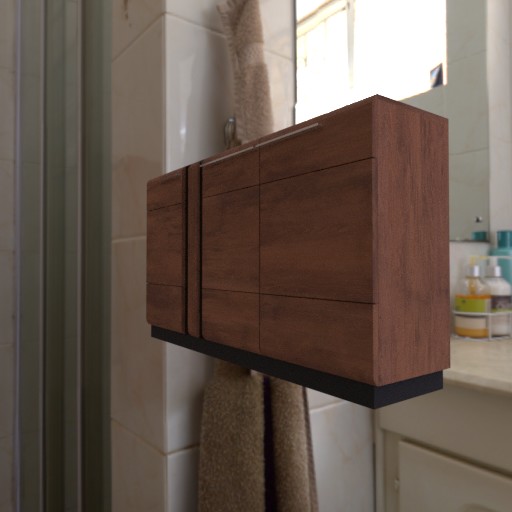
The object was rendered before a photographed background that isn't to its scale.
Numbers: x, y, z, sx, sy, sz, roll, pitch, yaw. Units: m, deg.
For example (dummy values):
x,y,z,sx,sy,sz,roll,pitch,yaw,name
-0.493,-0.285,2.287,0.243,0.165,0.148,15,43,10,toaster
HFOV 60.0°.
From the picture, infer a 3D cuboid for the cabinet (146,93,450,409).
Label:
x,y,z,sx,sy,sz,roll,pitch,yaw,name
0.000,0.000,1.994,0.420,0.900,1.600,1,-1,-36,cabinet
